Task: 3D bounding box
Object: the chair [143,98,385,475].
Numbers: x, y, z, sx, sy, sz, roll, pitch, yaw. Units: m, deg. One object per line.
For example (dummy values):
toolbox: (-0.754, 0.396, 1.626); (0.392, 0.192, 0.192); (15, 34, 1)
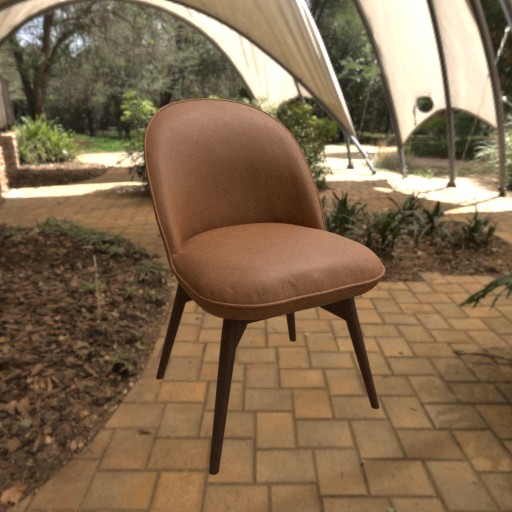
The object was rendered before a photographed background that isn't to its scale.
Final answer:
chair: (0.000, 0.000, 1.226); (0.521, 0.831, 0.631); (-10, 21, -27)
